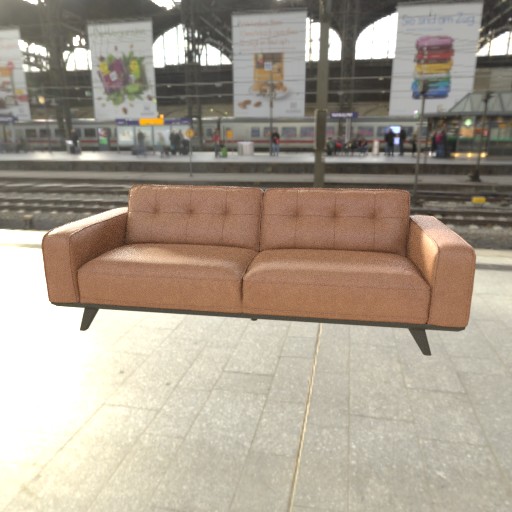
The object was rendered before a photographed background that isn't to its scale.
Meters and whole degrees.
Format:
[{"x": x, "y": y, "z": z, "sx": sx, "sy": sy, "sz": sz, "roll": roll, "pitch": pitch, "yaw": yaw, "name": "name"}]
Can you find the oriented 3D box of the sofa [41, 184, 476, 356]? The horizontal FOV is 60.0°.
[{"x": 0.000, "y": 0.000, "z": 2.725, "sx": 2.270, "sy": 0.780, "sz": 0.953, "roll": 2, "pitch": 15, "yaw": 9, "name": "sofa"}]
